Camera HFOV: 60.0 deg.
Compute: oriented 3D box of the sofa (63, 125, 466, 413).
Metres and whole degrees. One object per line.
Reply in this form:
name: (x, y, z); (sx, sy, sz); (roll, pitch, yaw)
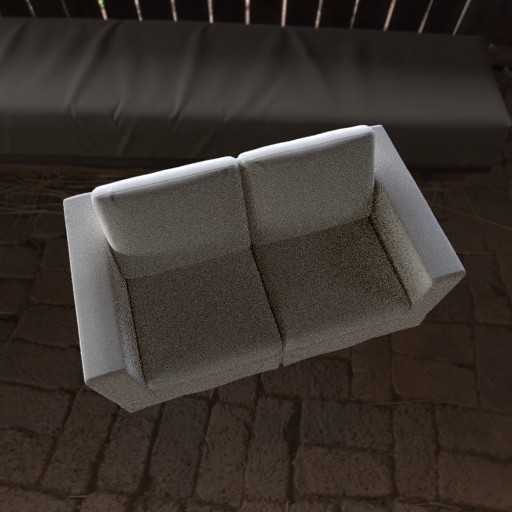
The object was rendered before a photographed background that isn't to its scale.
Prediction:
sofa: (0.000, 0.000, 2.371); (1.813, 0.932, 1.009); (-15, 64, -8)
